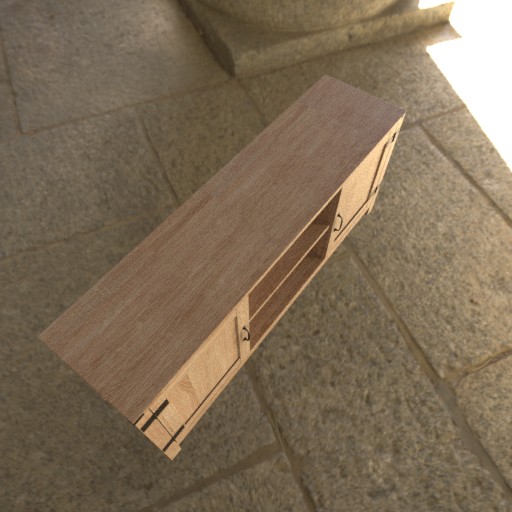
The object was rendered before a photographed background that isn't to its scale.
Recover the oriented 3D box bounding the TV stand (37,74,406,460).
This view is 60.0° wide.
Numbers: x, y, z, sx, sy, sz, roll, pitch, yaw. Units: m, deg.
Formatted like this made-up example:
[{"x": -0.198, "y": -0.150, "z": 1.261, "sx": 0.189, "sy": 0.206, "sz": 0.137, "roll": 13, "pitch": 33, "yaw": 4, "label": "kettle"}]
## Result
[{"x": 0.000, "y": 0.000, "z": 1.721, "sx": 0.398, "sy": 0.610, "sz": 1.466, "roll": 33, "pitch": 63, "yaw": 19, "label": "TV stand"}]
